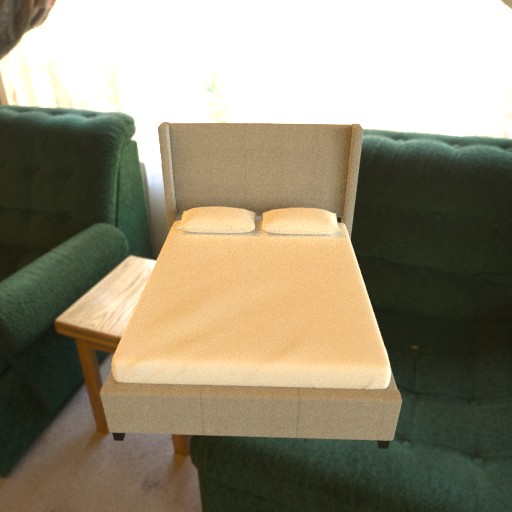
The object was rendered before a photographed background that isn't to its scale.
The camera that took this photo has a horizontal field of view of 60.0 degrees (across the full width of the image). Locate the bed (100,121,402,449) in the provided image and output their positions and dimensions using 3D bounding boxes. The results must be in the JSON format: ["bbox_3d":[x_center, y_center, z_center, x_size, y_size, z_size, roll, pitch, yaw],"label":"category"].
[{"bbox_3d":[0.000,0.000,3.364,1.774,1.491,2.222,1,30,2],"label":"bed"}]
